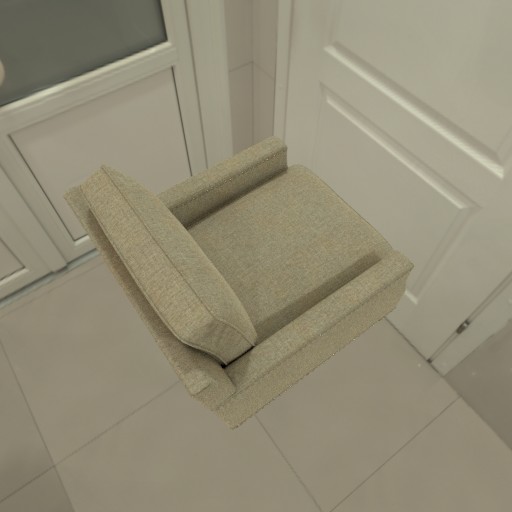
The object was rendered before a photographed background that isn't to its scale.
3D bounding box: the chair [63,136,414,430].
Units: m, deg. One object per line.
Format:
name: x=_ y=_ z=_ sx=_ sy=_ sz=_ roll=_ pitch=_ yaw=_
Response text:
chair: x=0.000 y=0.000 z=1.750 sx=1.014 sy=0.943 sz=0.853 roll=-31 pitch=63 yaw=-18
